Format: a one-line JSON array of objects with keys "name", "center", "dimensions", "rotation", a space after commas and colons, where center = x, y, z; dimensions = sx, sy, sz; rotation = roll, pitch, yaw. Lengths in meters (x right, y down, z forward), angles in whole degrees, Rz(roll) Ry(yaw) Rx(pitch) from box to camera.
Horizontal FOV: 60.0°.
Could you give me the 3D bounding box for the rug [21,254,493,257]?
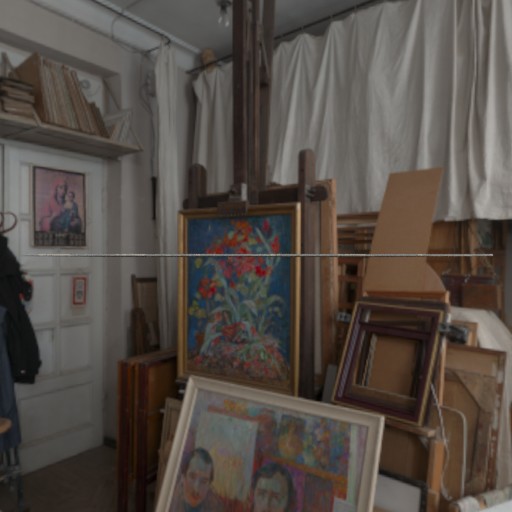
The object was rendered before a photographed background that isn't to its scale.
[{"name": "rug", "center": [0.000, 0.000, 4.364], "dimensions": [3.353, 0.013, 2.438], "rotation": [0, 0, -1]}]
